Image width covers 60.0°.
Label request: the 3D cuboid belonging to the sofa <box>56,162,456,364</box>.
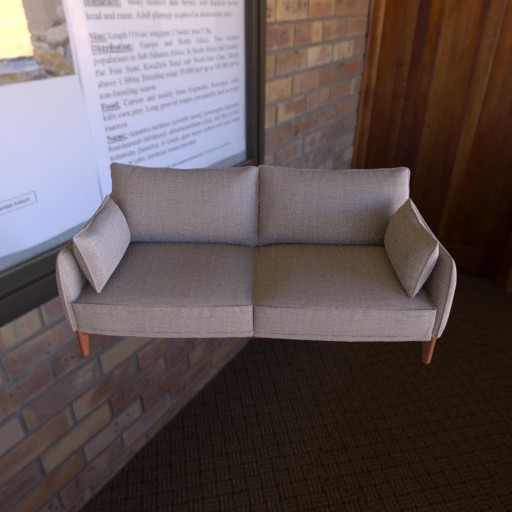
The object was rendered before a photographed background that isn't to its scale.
[{"bbox_3d":[0.000,0.000,2.551,1.989,0.851,0.972,1,30,2],"label":"sofa"}]
